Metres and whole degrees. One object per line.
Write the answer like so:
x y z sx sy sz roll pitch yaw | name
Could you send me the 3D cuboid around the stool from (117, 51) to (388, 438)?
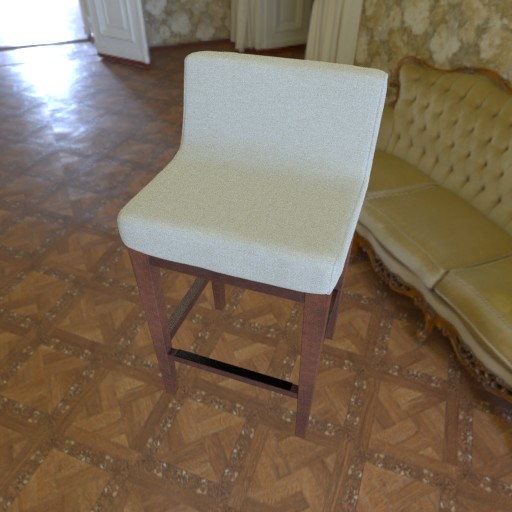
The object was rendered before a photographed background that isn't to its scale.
0.000 0.000 1.234 0.511 0.937 0.500 13 42 15 | stool
